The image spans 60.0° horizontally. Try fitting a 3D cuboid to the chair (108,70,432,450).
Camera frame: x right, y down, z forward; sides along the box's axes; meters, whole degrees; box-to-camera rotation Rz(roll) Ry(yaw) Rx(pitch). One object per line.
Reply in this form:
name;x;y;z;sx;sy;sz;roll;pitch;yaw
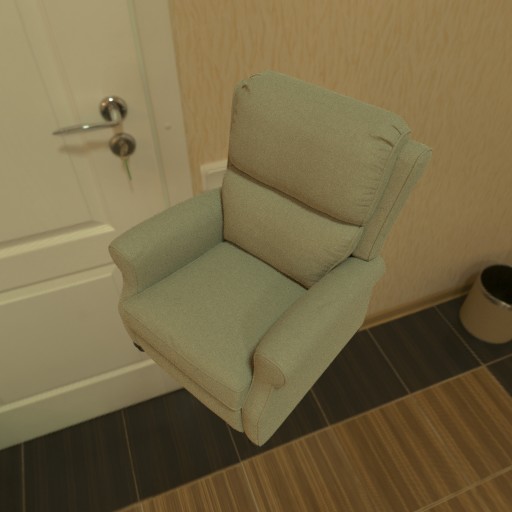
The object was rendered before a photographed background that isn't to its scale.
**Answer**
chair;0.000;0.000;1.709;0.859;1.046;0.919;31;54;26
